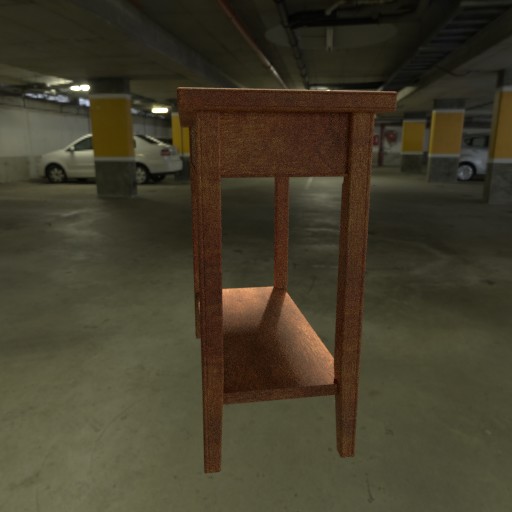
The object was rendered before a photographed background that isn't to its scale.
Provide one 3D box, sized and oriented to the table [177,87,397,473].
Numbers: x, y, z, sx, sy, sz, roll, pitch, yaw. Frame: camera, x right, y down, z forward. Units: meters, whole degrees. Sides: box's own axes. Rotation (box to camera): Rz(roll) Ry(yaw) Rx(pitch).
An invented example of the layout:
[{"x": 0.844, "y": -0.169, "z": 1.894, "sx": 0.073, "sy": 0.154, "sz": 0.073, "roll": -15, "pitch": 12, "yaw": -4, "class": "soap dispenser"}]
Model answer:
[{"x": 0.000, "y": 0.000, "z": 0.961, "sx": 0.305, "sy": 0.610, "sz": 0.610, "roll": -2, "pitch": 14, "yaw": -9, "class": "table"}]
